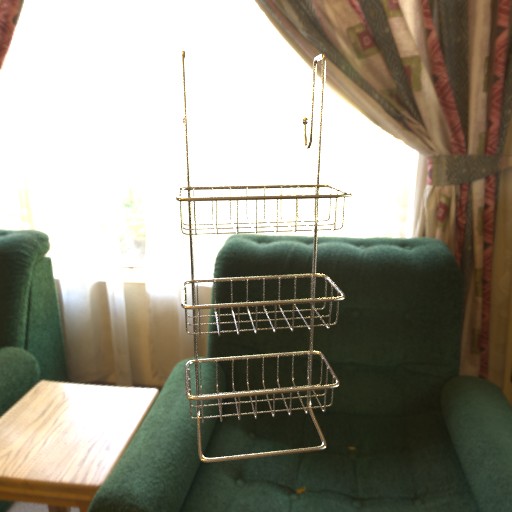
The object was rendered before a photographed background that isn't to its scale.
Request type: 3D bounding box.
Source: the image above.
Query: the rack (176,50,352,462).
[{"bbox_3d":[0.000,0.000,0.674,0.228,0.574,0.202,-2,16,-8],"label":"rack"}]
